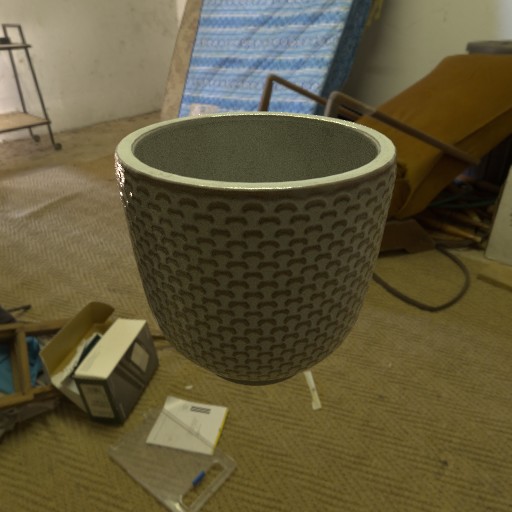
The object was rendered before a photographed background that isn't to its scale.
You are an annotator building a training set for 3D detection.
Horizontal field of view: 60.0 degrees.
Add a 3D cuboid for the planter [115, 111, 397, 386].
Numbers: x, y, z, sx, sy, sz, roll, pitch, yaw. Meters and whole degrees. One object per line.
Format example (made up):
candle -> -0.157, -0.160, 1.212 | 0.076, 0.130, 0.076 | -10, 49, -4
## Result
planter -> 0.000, 0.000, 0.362 | 0.197, 0.191, 0.197 | 0, 30, 0
